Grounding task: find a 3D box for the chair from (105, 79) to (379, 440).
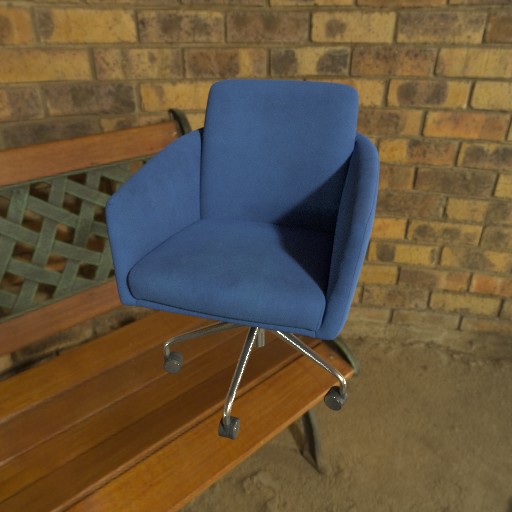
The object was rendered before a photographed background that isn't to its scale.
[{"bbox_3d":[0.000,0.000,1.299,0.641,0.908,0.635,8,29,15],"label":"chair"}]
